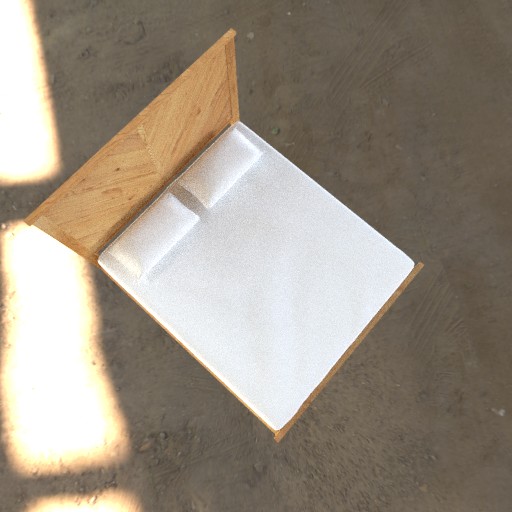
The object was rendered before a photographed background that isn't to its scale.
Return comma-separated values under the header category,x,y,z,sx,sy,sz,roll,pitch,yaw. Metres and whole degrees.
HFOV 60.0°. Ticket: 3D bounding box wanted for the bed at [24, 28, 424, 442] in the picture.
category,x,y,z,sx,sy,sz,roll,pitch,yaw
bed,0.000,0.000,4.143,2.530,1.938,2.225,41,79,10
